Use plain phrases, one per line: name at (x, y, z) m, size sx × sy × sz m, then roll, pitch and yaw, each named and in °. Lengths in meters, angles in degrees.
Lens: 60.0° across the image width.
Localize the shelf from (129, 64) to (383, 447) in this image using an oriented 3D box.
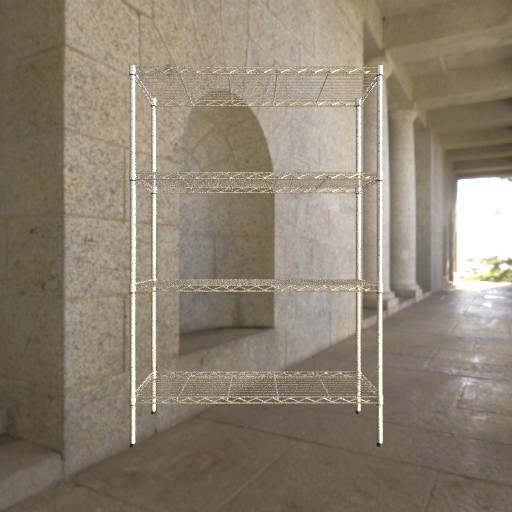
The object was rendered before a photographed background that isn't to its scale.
shelf at (0.000, 0.000, 1.748) m, size 0.907 × 1.360 × 0.352 m, roll 0°, pitch 0°, yaw 0°
